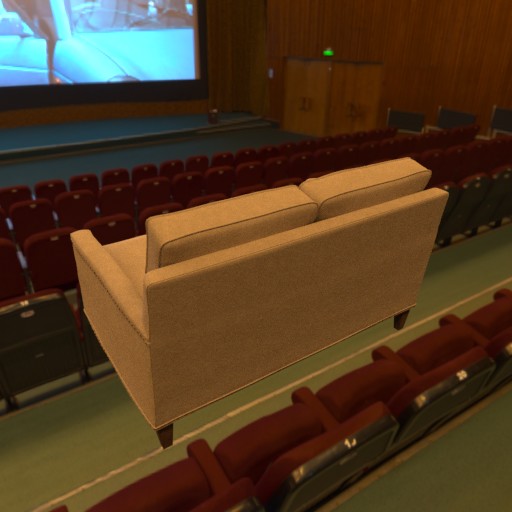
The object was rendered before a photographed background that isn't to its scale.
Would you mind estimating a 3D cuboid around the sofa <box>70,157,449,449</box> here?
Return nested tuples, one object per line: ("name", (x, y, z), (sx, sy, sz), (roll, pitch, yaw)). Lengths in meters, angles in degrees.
("sofa", (0.000, 0.000, 2.279), (1.597, 1.002, 1.084), (-17, 33, -29))
